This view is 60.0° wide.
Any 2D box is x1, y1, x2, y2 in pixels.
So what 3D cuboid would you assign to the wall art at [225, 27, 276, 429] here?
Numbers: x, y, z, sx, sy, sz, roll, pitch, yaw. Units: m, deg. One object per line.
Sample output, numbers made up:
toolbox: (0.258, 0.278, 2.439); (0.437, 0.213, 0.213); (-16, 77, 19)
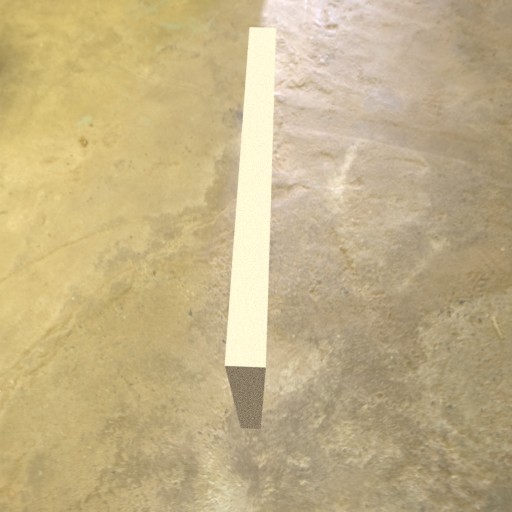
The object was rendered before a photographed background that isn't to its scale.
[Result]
wall art: (0.000, 0.000, 0.773); (0.040, 0.509, 0.509); (2, 62, 1)
